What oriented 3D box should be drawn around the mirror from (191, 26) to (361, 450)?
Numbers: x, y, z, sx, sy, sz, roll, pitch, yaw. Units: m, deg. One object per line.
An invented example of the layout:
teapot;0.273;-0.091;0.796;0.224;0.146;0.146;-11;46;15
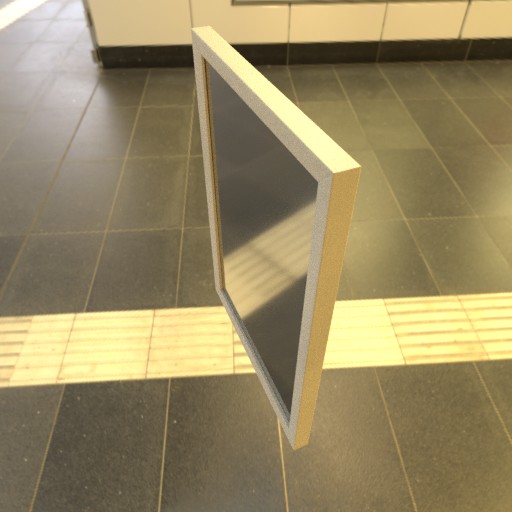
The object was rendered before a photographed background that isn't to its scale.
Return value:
mirror;0.000;0.000;0.887;0.040;0.710;0.507;-17;47;-16
